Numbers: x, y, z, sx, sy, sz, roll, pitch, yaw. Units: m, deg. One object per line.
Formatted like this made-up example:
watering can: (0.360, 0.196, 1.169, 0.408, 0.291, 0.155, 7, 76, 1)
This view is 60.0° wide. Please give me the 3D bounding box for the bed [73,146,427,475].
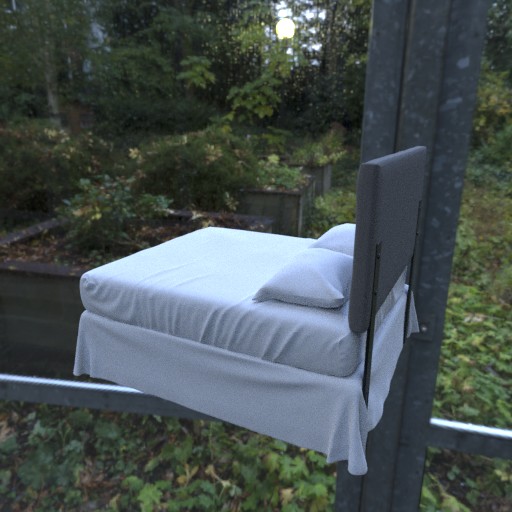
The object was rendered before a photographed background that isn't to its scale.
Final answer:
bed: (0.000, 0.000, 3.311, 2.222, 1.577, 1.936, 9, 19, 26)
